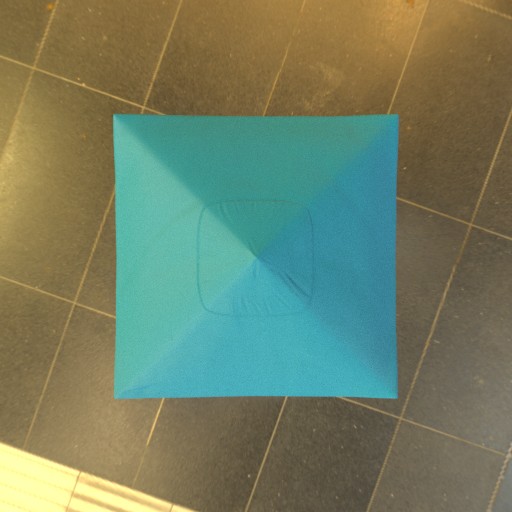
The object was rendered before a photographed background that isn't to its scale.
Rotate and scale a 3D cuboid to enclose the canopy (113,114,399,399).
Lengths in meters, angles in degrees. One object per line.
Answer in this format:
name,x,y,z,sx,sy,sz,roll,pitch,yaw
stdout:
canopy,0.000,0.000,5.365,2.998,2.997,2.996,0,91,0
